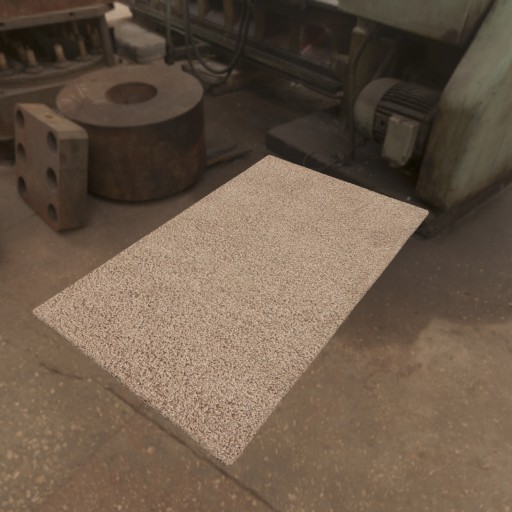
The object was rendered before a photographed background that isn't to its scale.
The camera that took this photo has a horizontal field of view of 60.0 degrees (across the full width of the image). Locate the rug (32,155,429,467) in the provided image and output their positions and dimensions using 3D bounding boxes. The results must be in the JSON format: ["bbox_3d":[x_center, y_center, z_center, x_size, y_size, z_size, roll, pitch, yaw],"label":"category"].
[{"bbox_3d":[0.000,0.000,3.029,1.524,0.030,2.438,26,47,27],"label":"rug"}]
